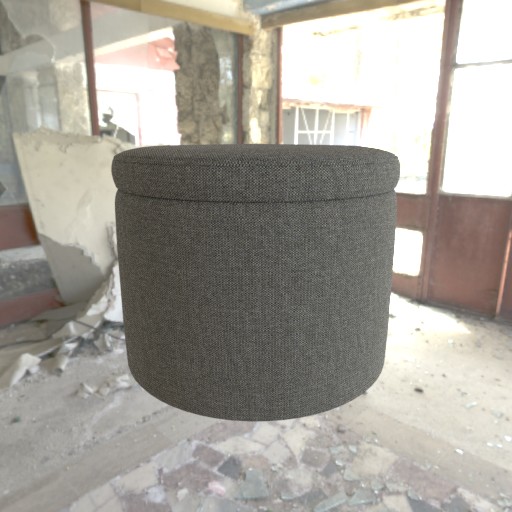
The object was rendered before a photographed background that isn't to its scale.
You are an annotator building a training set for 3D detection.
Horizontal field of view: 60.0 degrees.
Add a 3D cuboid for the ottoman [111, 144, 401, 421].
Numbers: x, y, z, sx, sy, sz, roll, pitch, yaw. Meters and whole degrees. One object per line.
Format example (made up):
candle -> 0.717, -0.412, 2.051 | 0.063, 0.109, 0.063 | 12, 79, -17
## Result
ottoman -> 0.000, 0.000, 0.876 | 0.520, 0.430, 0.520 | 0, 15, 0
